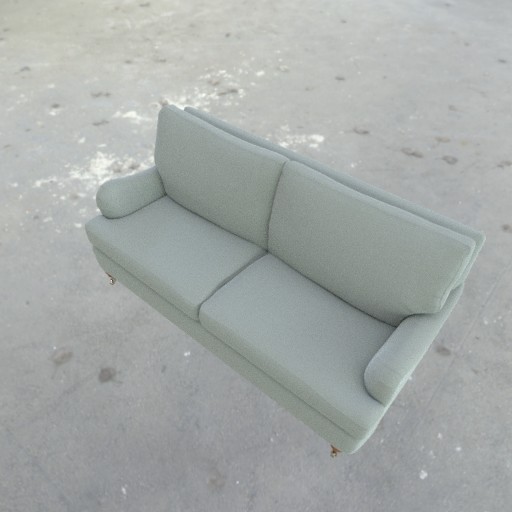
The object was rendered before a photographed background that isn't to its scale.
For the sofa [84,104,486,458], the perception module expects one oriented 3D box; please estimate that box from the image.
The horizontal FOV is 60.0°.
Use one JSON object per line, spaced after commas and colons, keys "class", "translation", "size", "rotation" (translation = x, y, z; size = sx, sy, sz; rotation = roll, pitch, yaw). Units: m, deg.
{"class": "sofa", "translation": [0.000, 0.000, 2.708], "size": [2.193, 1.096, 1.069], "rotation": [31, 53, 27]}
